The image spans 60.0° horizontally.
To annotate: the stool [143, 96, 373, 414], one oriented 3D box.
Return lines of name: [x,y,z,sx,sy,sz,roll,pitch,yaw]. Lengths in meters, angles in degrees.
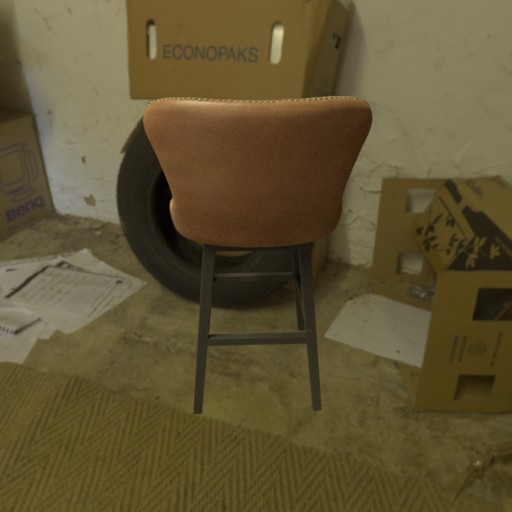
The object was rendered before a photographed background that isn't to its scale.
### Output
stool: [0.000,0.000,1.405,0.528,1.050,0.601,-1,29,-2]
